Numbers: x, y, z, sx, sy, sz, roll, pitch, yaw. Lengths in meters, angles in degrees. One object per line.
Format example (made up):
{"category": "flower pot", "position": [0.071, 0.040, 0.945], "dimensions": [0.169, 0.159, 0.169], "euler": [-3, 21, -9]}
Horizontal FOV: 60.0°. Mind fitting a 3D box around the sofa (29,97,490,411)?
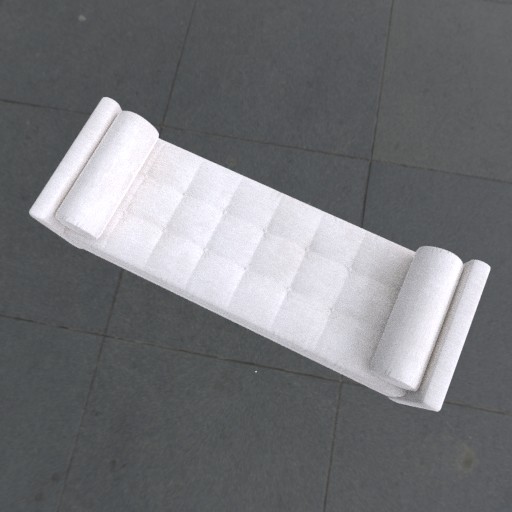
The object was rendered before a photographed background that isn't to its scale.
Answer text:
{"category": "sofa", "position": [0.000, 0.000, 2.267], "dimensions": [1.981, 0.635, 0.686], "euler": [25, 77, 6]}
